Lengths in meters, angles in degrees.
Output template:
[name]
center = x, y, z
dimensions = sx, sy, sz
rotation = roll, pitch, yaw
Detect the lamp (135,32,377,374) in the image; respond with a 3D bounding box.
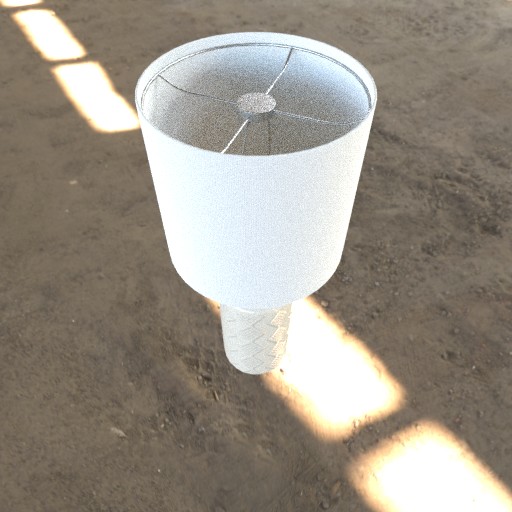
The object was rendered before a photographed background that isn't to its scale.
[lamp]
center = 0.000, 0.000, 0.559
dimensions = 0.207, 0.461, 0.207
rotation = 17, 52, 14
